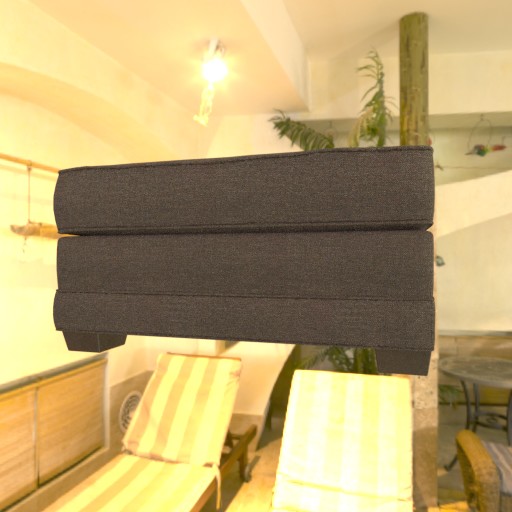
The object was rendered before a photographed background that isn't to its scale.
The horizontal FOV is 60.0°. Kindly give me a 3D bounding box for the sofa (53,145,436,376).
[{"bbox_3d":[0.000,0.000,1.189,0.854,0.457,0.578,0,0,17],"label":"sofa"}]
